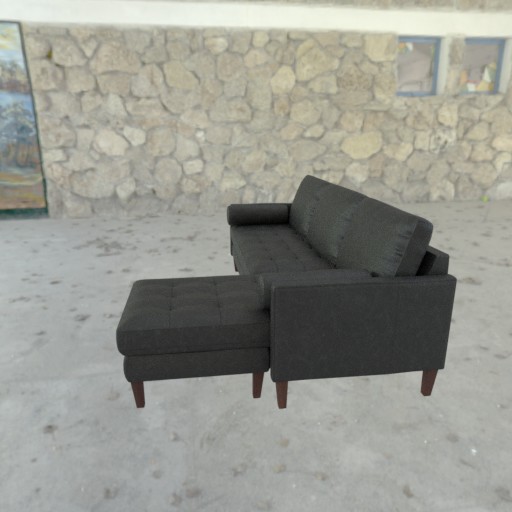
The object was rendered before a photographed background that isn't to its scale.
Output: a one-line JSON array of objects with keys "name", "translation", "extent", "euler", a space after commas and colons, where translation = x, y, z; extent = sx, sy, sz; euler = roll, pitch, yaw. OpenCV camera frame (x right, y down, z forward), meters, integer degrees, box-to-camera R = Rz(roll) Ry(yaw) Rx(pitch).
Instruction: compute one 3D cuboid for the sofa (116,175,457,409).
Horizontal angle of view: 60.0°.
[{"name": "sofa", "translation": [0.000, 0.000, 2.925], "extent": [1.497, 0.876, 2.178], "euler": [-2, 16, -8]}]
